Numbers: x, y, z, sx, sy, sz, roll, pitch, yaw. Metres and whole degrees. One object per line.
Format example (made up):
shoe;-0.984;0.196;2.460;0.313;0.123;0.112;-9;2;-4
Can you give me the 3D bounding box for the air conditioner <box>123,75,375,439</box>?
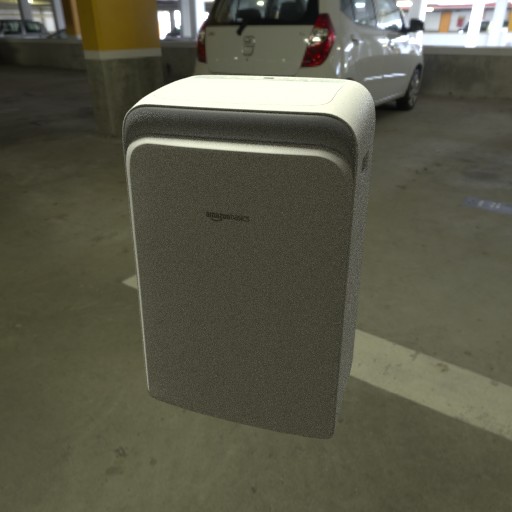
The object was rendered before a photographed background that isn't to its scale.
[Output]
air conditioner;0.000;0.000;0.955;0.454;0.700;0.365;8;28;15
